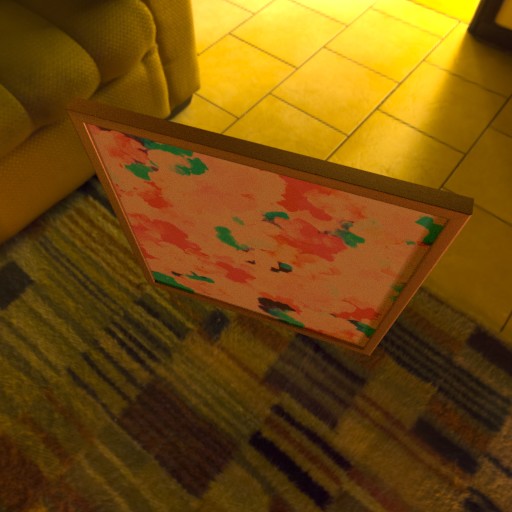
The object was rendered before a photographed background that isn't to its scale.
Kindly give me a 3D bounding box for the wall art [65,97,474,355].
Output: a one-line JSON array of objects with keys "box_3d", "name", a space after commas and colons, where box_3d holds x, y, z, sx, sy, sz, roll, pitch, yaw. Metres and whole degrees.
[{"box_3d": [0.000, 0.000, 1.133, 0.767, 0.765, 0.036, 17, 61, 9], "name": "wall art"}]
